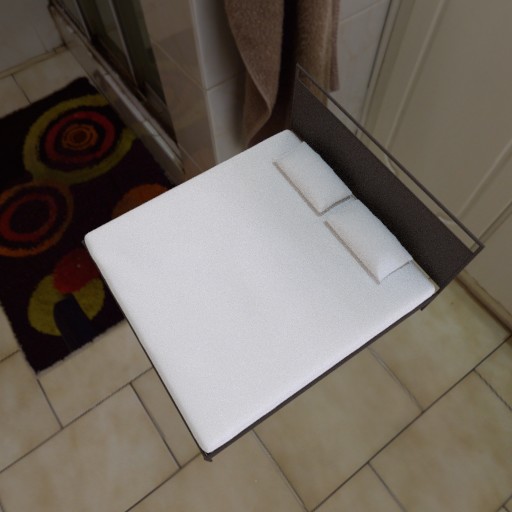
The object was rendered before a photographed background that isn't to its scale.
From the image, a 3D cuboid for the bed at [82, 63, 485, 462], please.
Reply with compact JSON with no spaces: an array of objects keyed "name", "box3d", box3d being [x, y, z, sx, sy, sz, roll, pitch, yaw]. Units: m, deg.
[{"name":"bed","box3d":[0.000,0.000,3.410,2.151,1.173,1.993,-31,67,-15]}]
